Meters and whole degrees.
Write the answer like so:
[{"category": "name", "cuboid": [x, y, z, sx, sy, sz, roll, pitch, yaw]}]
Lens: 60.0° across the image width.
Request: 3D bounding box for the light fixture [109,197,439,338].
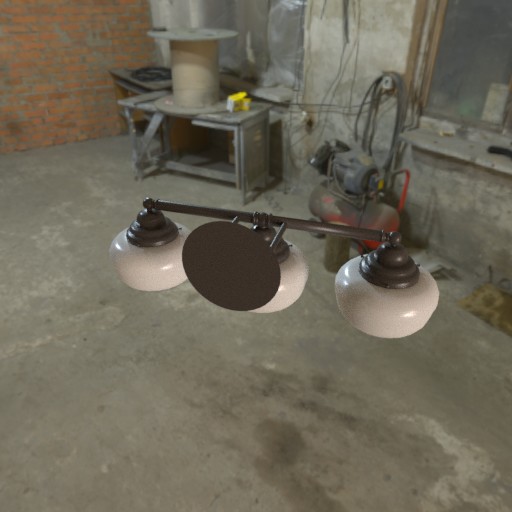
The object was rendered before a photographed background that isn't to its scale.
[{"category": "light fixture", "cuboid": [0.000, 0.000, 0.728, 0.587, 0.242, 0.239, 9, 33, 15]}]
